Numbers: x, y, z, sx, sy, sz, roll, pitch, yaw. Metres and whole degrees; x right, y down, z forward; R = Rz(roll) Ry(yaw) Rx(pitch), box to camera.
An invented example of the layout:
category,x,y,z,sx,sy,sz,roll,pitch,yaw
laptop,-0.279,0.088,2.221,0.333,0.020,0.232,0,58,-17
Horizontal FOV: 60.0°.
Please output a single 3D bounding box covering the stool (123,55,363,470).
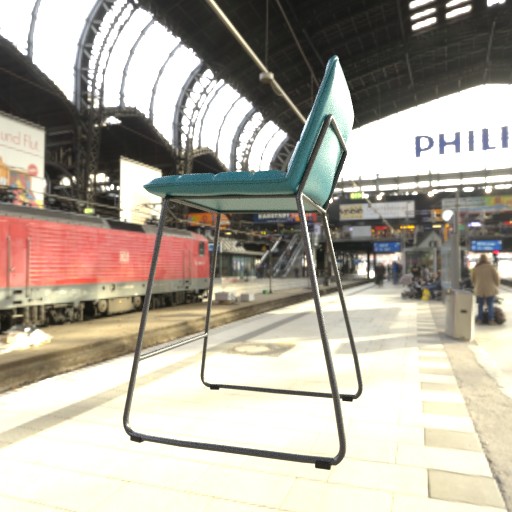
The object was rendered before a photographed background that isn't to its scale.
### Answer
category,x,y,z,sx,sy,sz,roll,pitch,yaw
stool,0.000,0.000,1.191,0.524,0.866,0.489,0,-1,18
